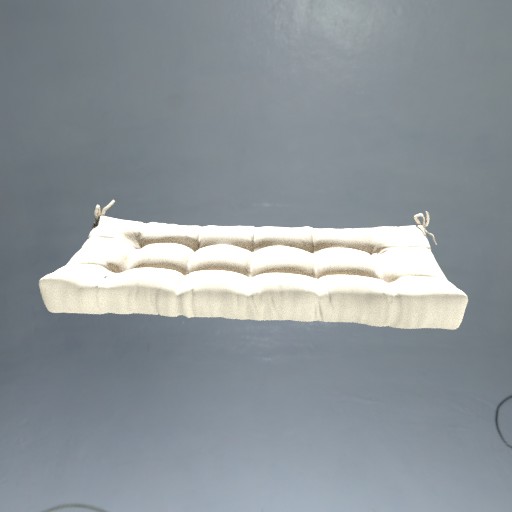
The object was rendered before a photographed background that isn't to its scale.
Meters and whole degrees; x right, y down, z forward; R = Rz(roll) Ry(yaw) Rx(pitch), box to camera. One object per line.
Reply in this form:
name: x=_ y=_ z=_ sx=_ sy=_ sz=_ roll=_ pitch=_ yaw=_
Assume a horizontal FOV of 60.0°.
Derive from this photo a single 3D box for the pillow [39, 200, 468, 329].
pillow: x=0.000 y=0.000 z=1.366 sx=1.194 sy=0.174 sz=0.511 roll=2 pitch=30 yaw=3
